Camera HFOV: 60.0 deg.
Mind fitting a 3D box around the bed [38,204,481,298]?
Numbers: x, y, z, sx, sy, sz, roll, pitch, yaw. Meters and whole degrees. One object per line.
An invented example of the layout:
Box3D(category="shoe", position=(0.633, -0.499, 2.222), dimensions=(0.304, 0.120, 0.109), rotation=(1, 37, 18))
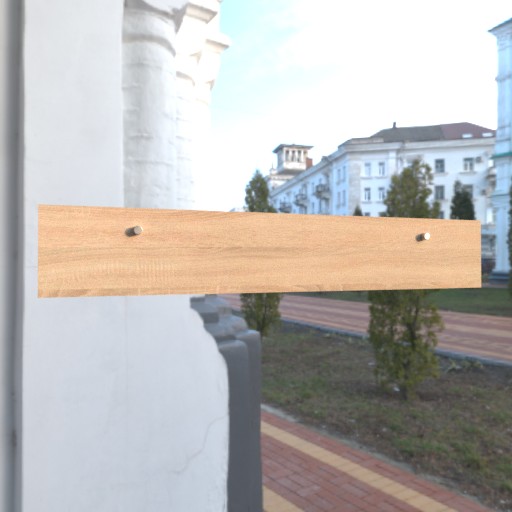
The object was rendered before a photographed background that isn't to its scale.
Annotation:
Box3D(category="bed", position=(0.000, 0.000, 1.448), dimensions=(1.200, 0.209, 0.685), rotation=(0, -1, -18))
